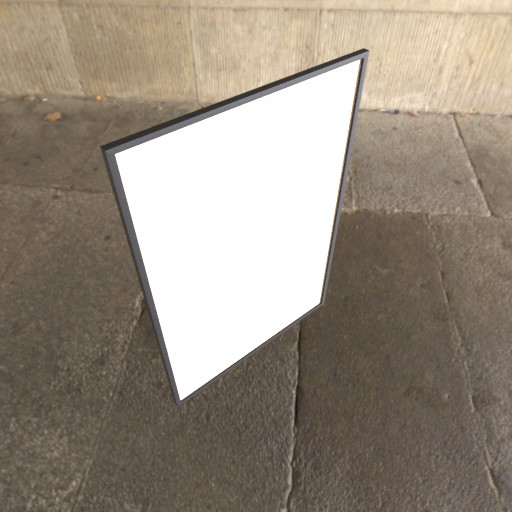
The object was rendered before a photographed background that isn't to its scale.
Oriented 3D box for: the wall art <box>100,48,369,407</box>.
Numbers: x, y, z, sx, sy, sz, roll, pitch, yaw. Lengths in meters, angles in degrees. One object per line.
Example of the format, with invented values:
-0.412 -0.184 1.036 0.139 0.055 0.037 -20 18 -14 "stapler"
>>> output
0.000 0.000 0.848 0.457 0.657 0.013 -30 53 -26 "wall art"
